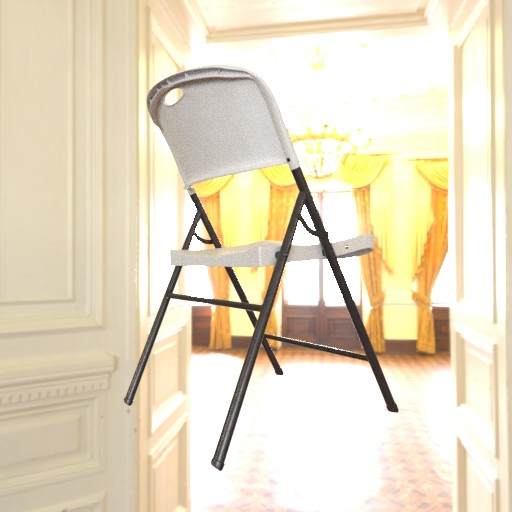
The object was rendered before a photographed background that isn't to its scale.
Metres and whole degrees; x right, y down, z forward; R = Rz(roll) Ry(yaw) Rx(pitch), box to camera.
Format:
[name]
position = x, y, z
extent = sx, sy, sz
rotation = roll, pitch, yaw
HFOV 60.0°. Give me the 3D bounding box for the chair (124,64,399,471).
[chair]
position = 0.000, 0.000, 1.182
extent = 0.566, 0.810, 0.494
rotation = 0, -1, -37
